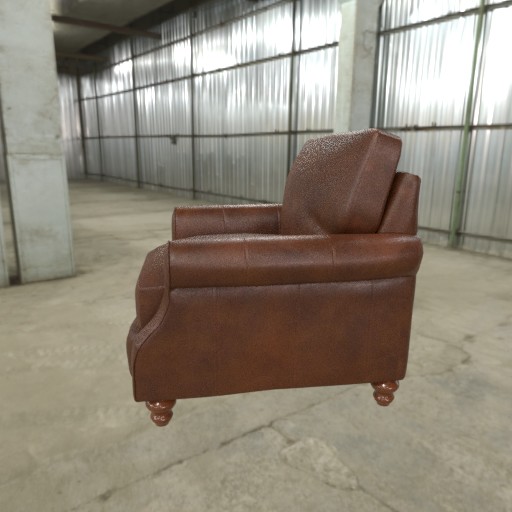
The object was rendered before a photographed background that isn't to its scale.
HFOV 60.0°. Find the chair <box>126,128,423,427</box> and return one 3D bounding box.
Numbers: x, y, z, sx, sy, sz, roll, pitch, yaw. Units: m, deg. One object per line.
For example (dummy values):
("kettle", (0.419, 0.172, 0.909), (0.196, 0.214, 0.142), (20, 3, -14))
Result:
("chair", (0.000, 0.000, 1.794), (0.992, 0.972, 0.989), (-2, 14, -8))
